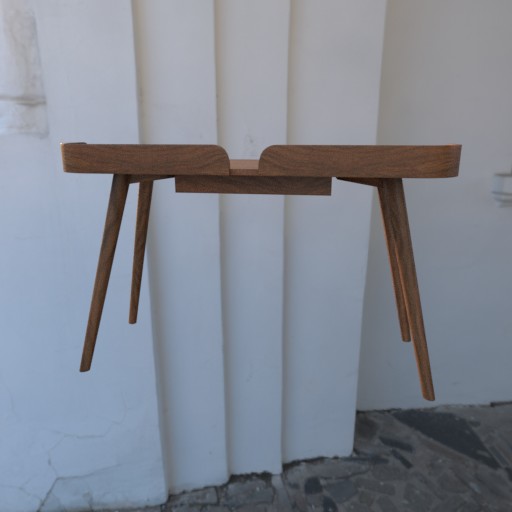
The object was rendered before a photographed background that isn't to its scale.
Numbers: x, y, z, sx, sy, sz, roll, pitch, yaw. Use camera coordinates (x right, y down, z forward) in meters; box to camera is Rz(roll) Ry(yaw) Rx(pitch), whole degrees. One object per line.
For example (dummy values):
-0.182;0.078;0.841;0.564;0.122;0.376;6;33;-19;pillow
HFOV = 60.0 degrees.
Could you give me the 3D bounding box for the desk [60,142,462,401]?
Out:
0.000;0.000;1.616;1.256;0.800;0.486;2;16;8;desk
